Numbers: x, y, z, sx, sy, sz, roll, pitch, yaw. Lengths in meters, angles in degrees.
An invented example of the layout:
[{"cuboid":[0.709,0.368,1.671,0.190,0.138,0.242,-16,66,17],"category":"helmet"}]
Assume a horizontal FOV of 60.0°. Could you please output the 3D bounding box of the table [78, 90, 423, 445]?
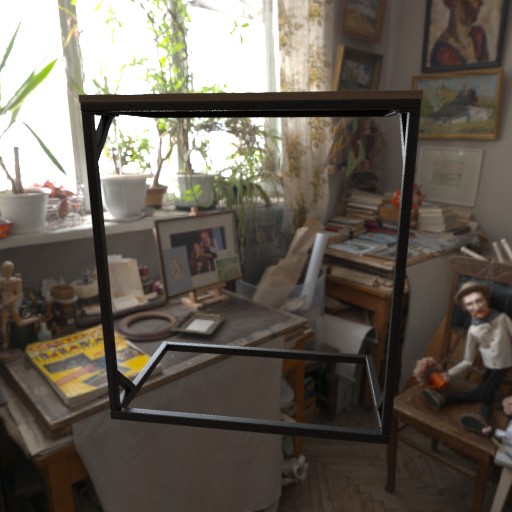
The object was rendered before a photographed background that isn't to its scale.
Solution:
[{"cuboid":[0.000,0.000,1.013,0.597,0.673,0.351,2,15,8],"category":"table"}]
